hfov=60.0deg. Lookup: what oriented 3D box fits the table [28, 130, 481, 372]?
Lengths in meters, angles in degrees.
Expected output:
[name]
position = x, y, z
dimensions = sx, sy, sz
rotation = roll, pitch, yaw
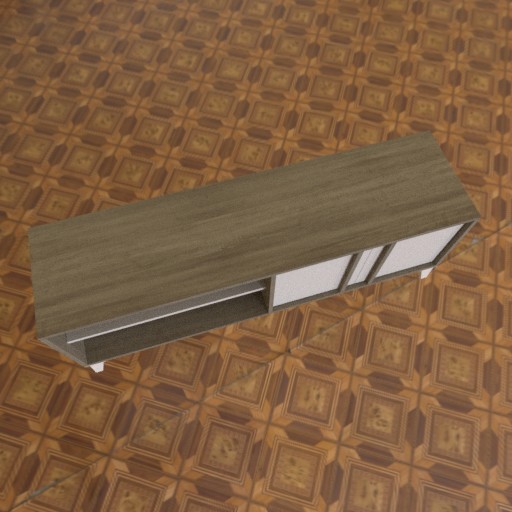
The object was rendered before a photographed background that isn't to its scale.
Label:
[table]
position = 0.000, 0.000, 1.754
dimensions = 1.500, 0.530, 0.400
rotation = -15, 65, -7
